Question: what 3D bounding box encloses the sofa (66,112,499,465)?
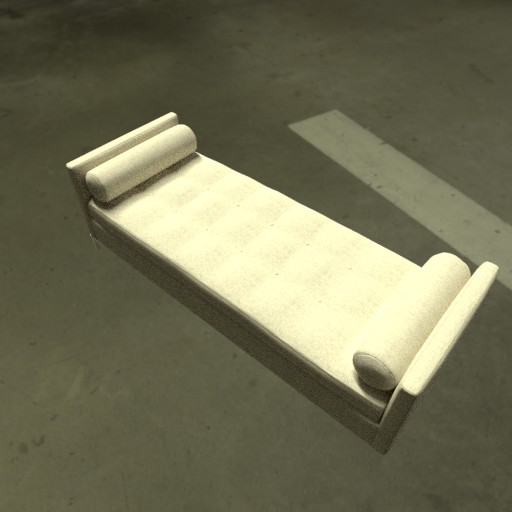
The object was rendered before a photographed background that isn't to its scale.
[{"bbox_3d":[0.000,0.000,2.370,2.102,0.655,0.797,31,53,27],"label":"sofa"}]
